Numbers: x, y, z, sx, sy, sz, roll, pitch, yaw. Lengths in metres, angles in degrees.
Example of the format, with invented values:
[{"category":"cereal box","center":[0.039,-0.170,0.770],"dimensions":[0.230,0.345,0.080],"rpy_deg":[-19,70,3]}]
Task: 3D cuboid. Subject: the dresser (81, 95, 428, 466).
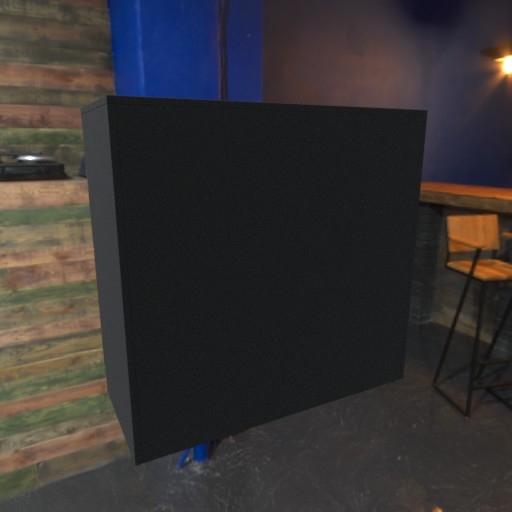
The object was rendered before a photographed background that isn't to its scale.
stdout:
[{"category":"dresser","center":[0.000,0.000,1.145],"dimensions":[0.750,0.720,0.360],"rpy_deg":[-7,16,-27]}]
